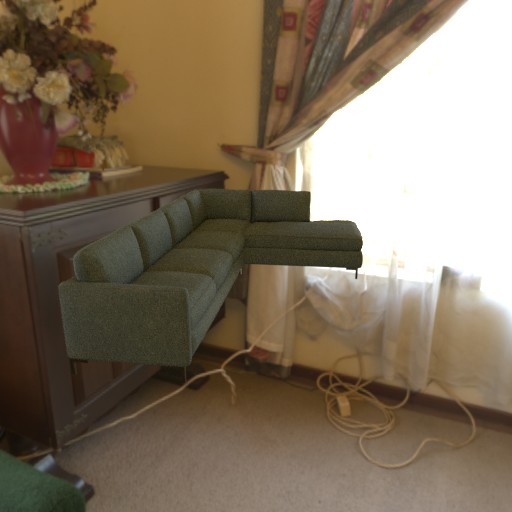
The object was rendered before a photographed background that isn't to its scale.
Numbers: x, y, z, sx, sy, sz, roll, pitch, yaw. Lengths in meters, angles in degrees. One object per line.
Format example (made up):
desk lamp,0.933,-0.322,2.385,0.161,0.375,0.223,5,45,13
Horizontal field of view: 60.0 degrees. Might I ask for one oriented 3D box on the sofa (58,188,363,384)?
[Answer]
sofa,0.000,0.000,3.942,2.007,0.815,2.949,2,17,8
